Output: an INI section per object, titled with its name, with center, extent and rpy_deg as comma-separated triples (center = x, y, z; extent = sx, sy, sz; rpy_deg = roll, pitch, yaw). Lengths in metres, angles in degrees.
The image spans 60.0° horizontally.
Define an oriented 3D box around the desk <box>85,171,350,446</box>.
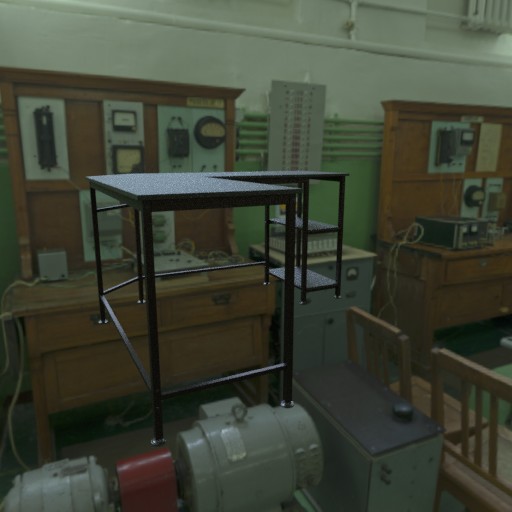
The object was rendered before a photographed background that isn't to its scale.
[desk]
center = 0.000, 0.000, 2.118
extent = 1.379, 0.739, 1.379
rpy_deg = -6, 14, -26
